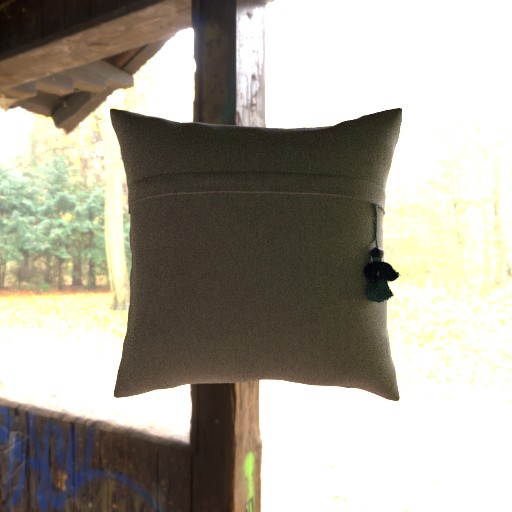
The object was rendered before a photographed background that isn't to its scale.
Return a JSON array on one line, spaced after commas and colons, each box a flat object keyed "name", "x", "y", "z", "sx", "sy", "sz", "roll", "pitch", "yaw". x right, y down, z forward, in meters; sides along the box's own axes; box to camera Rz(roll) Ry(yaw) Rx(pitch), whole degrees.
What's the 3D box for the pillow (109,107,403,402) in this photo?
[{"name": "pillow", "x": 0.000, "y": 0.000, "z": 0.663, "sx": 0.433, "sy": 0.436, "sz": 0.173, "roll": 0, "pitch": 0, "yaw": 0}]
